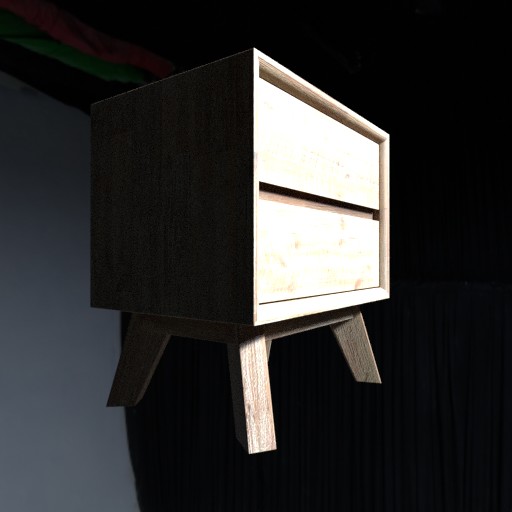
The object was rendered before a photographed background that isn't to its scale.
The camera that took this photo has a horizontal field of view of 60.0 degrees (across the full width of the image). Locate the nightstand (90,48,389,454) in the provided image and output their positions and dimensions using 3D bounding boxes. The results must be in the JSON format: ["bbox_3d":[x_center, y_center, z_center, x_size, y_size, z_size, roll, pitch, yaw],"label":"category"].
[{"bbox_3d":[0.000,0.000,0.968,0.396,0.589,0.552,0,0,36],"label":"nightstand"}]
